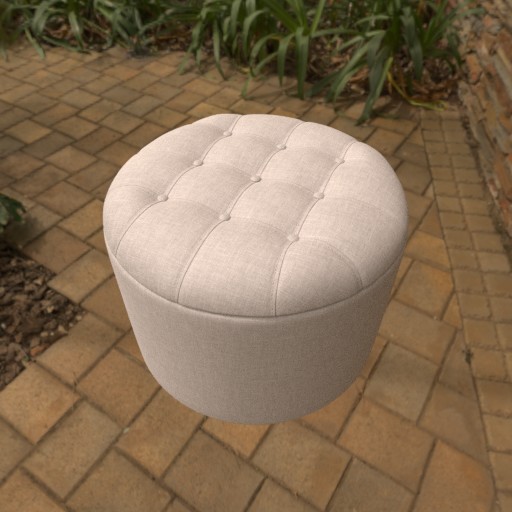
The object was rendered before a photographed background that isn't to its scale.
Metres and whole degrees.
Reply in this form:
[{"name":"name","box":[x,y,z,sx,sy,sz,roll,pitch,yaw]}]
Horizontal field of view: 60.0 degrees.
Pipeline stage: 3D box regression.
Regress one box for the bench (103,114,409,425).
[{"name":"bench","box":[0.000,0.000,0.997,0.600,0.453,0.600,0,45,0]}]
